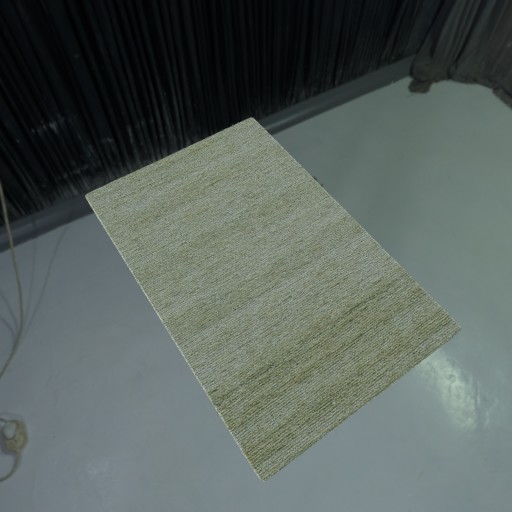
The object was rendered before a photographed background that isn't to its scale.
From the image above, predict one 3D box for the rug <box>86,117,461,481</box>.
[{"bbox_3d":[0.000,0.000,2.283,1.143,0.010,1.758,-30,63,-17],"label":"rug"}]
